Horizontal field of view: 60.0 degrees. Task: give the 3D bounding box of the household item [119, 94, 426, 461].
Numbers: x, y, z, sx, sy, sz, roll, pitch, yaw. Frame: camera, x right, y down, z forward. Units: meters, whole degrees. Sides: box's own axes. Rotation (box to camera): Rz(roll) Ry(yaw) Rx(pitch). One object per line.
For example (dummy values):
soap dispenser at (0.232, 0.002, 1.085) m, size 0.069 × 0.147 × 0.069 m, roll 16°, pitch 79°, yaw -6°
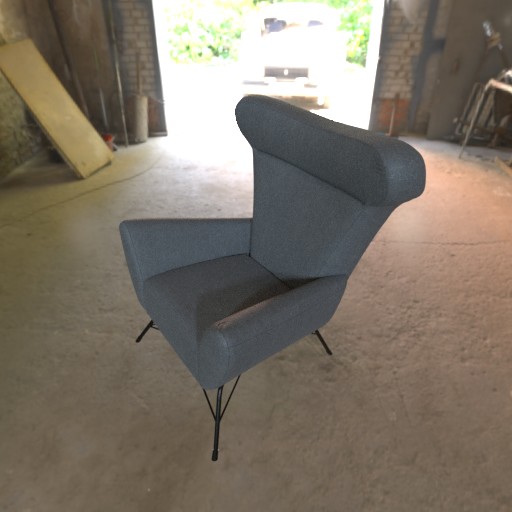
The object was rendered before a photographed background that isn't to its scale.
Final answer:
household item at (0.000, 0.000, 1.806) m, size 0.900 × 1.050 × 0.980 m, roll -20°, pitch 38°, yaw -28°
